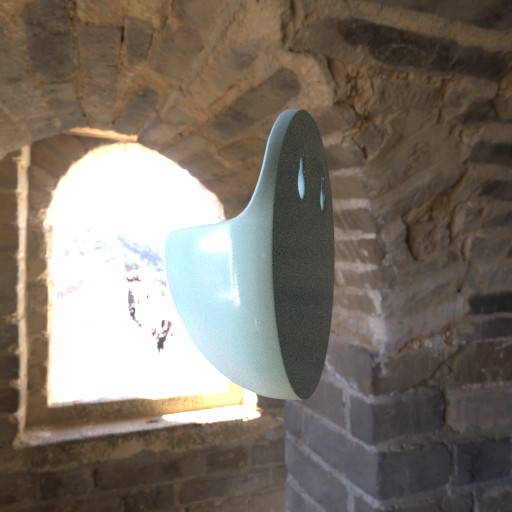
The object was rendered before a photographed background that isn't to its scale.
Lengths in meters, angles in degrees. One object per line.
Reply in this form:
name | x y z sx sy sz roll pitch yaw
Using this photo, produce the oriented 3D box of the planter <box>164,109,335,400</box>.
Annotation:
planter | 0.000 0.000 0.274 0.073 0.164 0.189 0 -1 18
